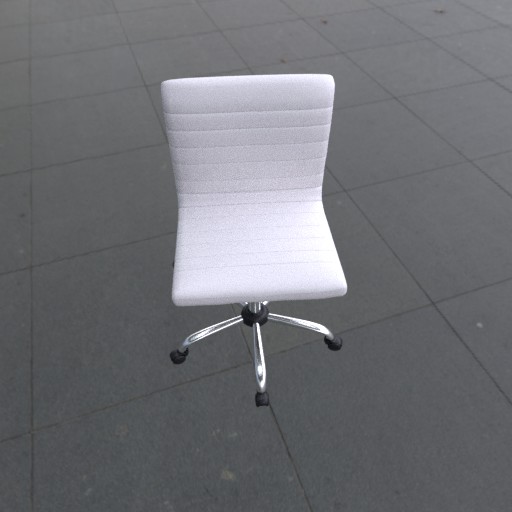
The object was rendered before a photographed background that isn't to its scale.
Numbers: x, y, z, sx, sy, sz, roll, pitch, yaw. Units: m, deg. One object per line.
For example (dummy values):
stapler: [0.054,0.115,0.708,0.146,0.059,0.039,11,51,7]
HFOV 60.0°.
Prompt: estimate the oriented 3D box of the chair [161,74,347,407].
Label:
chair: [0.000,0.000,1.099,0.520,0.750,0.455,-3,47,-3]
